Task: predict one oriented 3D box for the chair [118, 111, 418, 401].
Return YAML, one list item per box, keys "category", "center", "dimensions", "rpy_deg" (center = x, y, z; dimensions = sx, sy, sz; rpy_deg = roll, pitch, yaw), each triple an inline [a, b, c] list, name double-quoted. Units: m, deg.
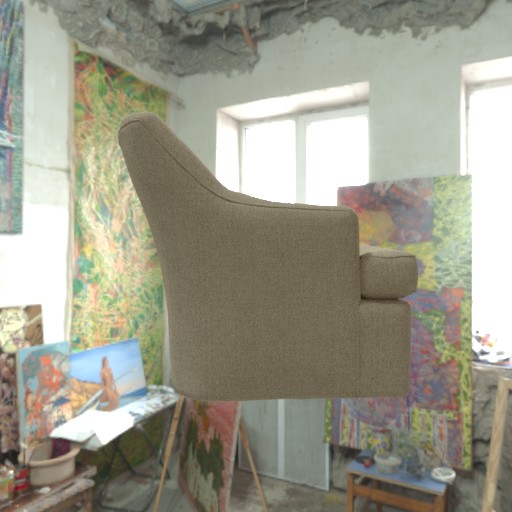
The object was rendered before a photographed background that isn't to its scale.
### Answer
- category: "chair"
  center: [0.000, 0.000, 1.620]
  dimensions: [0.923, 0.856, 0.864]
  rpy_deg: [0, 0, -1]
